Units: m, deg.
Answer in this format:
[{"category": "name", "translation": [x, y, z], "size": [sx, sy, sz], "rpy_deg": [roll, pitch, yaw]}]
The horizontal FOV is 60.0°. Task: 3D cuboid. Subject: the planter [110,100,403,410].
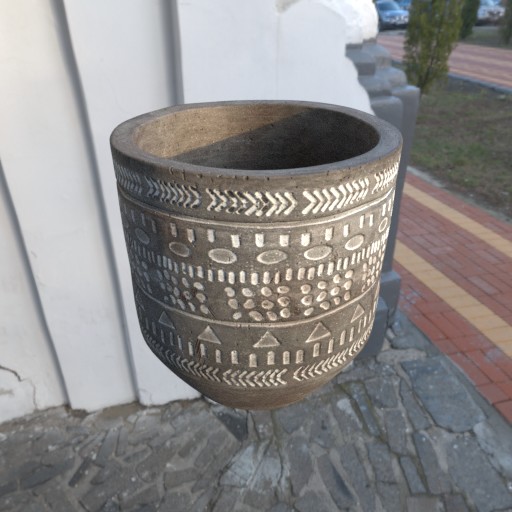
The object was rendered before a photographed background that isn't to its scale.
[{"category": "planter", "translation": [0.000, 0.000, 0.220], "size": [0.122, 0.128, 0.122], "rpy_deg": [0, 30, 0]}]
